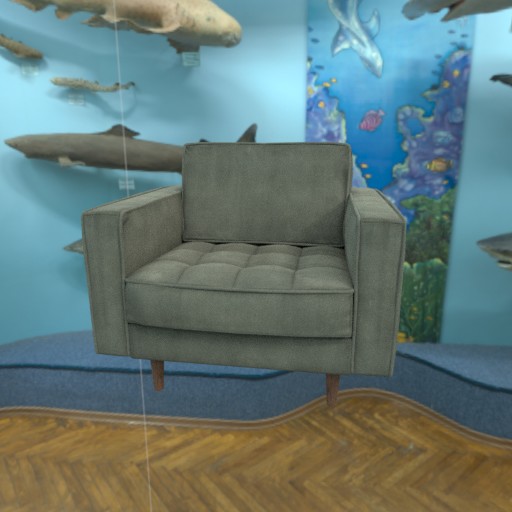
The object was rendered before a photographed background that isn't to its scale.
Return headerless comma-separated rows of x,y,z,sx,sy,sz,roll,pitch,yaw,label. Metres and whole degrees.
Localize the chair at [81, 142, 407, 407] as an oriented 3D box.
0.000,0.000,1.556,0.928,0.773,0.843,2,15,9,chair
